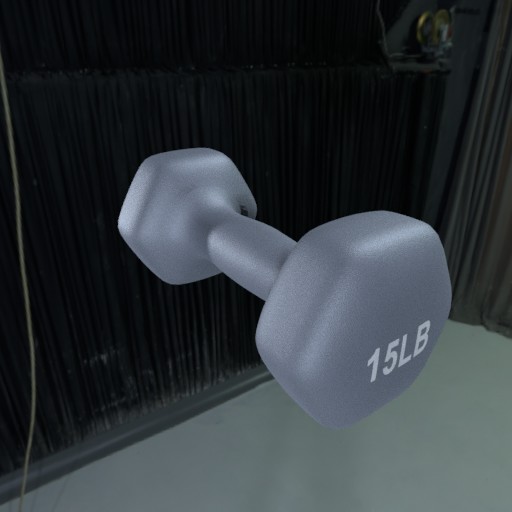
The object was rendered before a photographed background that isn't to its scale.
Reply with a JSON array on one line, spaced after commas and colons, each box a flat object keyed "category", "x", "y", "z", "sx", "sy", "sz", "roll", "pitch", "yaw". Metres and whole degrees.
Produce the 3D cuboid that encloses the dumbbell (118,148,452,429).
[{"category": "dumbbell", "x": 0.000, "y": 0.000, "z": 0.295, "sx": 0.116, "sy": 0.105, "sz": 0.240, "roll": -17, "pitch": 30, "yaw": -31}]
